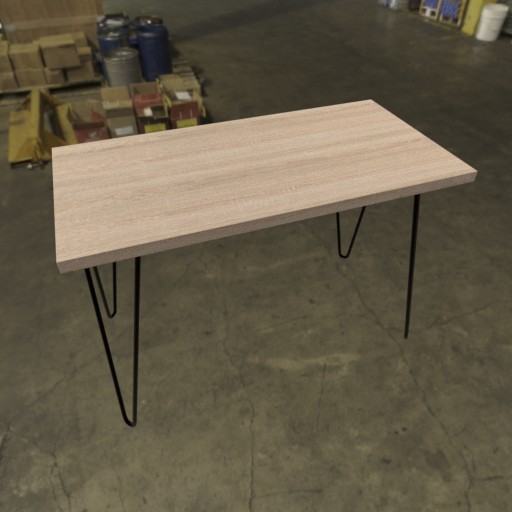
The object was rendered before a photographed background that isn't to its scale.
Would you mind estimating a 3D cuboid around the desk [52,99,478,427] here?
[{"bbox_3d":[0.000,0.000,1.363,0.991,0.660,0.499,-13,42,-15],"label":"desk"}]
